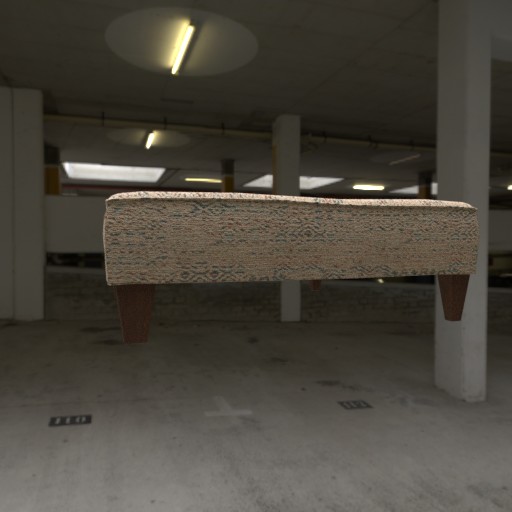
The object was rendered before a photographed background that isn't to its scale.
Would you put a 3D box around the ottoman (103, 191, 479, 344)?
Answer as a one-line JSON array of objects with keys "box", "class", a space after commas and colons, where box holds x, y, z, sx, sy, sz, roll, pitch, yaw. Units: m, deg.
[{"box": [0.000, 0.000, 1.537, 1.004, 0.356, 0.968, -1, 2, -19], "class": "ottoman"}]
